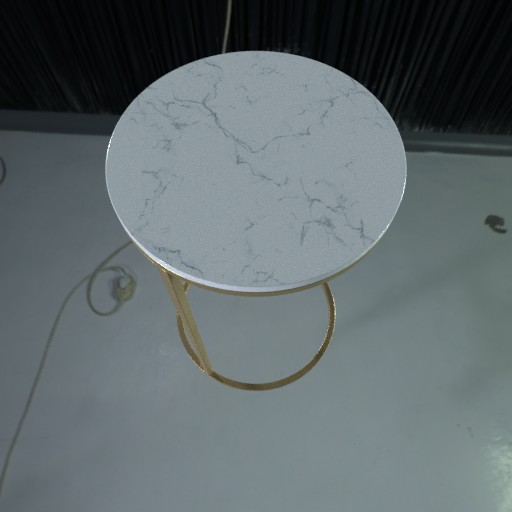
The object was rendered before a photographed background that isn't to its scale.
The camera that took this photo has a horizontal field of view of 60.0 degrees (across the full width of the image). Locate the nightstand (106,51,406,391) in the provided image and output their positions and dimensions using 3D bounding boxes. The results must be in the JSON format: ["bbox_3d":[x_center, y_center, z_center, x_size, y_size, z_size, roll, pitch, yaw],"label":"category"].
[{"bbox_3d":[0.000,0.000,0.866,0.400,0.610,0.400,1,62,0],"label":"nightstand"}]
